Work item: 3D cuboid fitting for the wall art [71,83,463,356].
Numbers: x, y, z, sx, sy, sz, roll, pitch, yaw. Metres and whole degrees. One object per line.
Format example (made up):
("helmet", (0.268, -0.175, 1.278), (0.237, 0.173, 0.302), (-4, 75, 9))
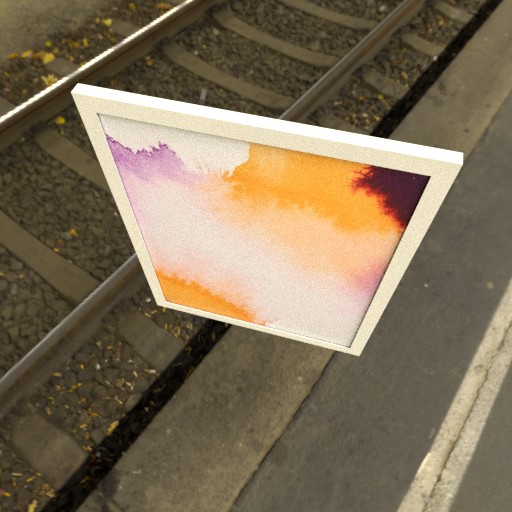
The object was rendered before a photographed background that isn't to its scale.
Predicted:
("wall art", (0.000, 0.000, 1.070), (0.661, 0.811, 0.026), (13, 58, 8))
